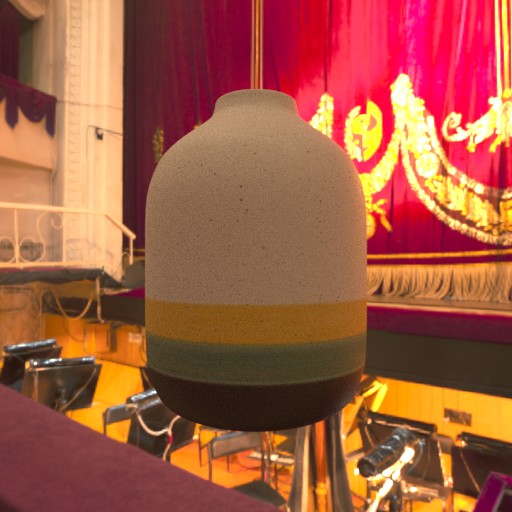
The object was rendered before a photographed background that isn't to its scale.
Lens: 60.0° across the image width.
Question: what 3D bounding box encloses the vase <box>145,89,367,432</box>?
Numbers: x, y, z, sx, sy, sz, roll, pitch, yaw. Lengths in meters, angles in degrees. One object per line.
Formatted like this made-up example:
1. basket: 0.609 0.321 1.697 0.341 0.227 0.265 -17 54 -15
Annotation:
1. vase: 0.000 0.000 0.349 0.169 0.240 0.169 0 -1 0
